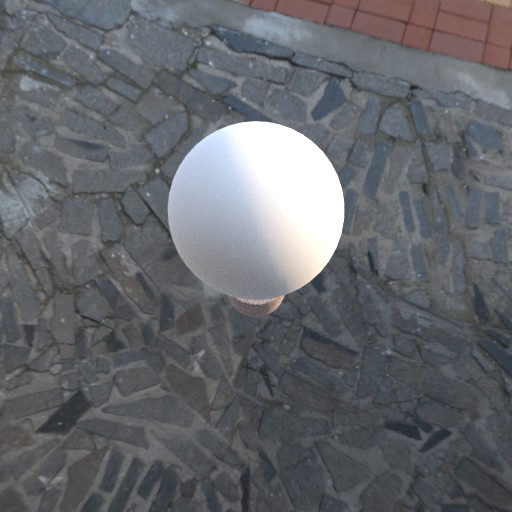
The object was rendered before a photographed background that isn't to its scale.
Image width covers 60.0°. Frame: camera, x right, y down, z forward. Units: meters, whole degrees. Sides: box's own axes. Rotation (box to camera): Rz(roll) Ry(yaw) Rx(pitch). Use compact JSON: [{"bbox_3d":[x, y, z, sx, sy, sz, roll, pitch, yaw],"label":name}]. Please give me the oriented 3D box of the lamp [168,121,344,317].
[{"bbox_3d":[0.000,0.000,0.550,0.153,0.480,0.153,0,76,0],"label":"lamp"}]
